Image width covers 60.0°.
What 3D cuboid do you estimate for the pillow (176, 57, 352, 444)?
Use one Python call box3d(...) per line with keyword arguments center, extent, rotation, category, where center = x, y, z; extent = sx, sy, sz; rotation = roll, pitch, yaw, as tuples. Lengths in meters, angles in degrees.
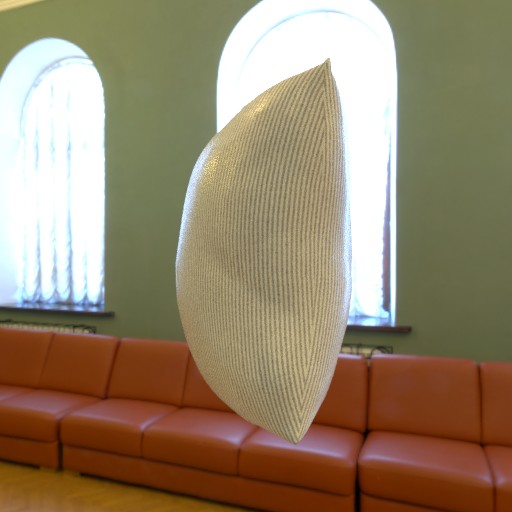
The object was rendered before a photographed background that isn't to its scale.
box3d(center=(0.000, 0.000, 0.683), extent=(0.310, 0.432, 0.387), rotation=(0, 0, 19), category="pillow")
